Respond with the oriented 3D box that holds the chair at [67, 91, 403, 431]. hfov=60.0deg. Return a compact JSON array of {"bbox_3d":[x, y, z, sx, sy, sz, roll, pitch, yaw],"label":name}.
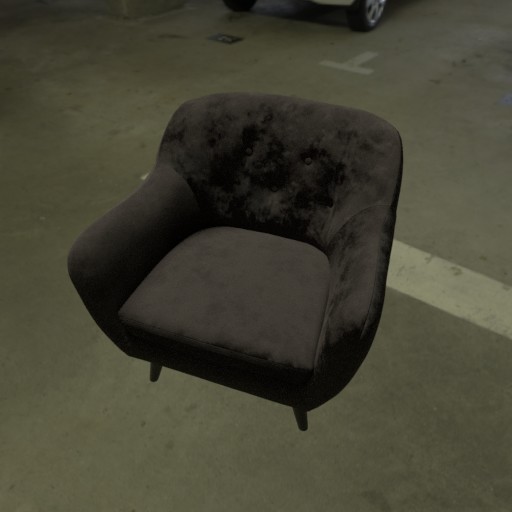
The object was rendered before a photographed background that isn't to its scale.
[{"bbox_3d":[0.000,0.000,1.476,0.840,0.807,0.819,13,42,15],"label":"chair"}]
